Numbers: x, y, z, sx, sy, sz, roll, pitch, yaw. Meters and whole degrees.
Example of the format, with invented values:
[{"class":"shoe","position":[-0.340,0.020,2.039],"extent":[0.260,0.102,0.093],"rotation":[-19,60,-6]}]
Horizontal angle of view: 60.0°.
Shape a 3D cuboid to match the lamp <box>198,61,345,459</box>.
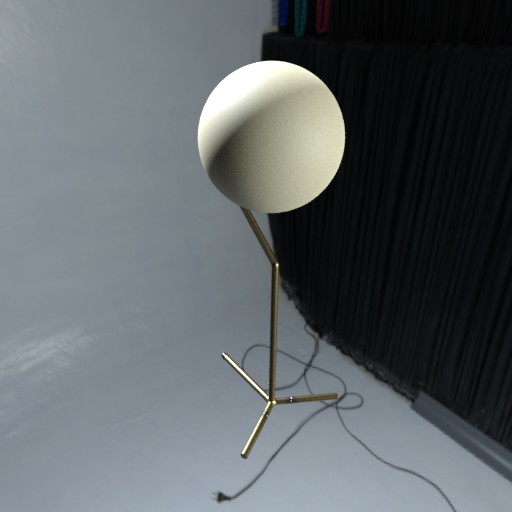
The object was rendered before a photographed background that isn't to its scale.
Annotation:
[{"class":"lamp","position":[0.000,0.000,0.678],"extent":[0.210,0.552,0.251],"rotation":[-20,34,-32]}]
